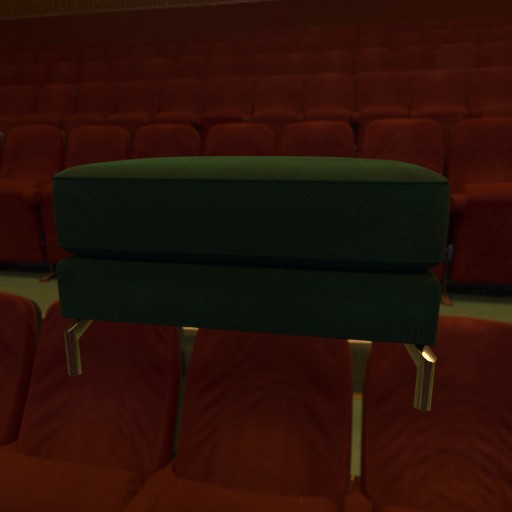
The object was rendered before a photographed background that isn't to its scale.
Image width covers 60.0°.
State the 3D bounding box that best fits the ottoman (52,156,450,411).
[{"bbox_3d":[0.000,0.000,1.216,0.886,0.533,0.536,3,14,10],"label":"ottoman"}]
